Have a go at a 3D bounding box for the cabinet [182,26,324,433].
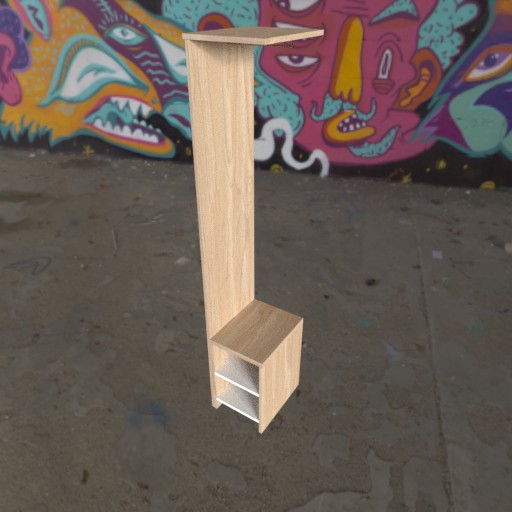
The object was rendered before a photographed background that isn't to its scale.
[{"bbox_3d":[0.000,0.000,2.073,0.338,1.879,0.411,19,36,28],"label":"cabinet"}]
